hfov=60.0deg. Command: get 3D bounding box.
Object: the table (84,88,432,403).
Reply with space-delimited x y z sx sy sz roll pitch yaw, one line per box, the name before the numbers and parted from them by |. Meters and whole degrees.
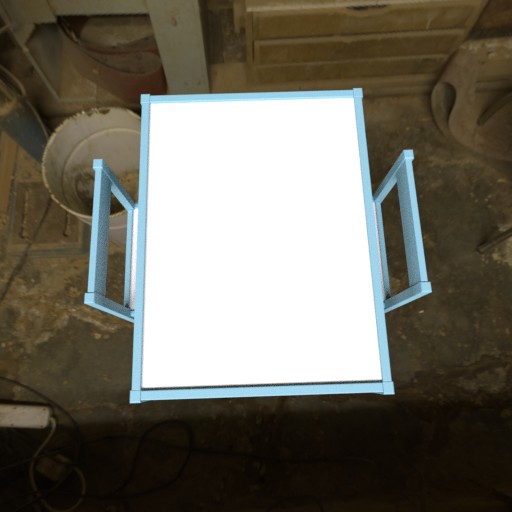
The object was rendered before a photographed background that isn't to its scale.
table | 0.000 0.000 1.079 0.633 0.503 0.639 -2 75 0
